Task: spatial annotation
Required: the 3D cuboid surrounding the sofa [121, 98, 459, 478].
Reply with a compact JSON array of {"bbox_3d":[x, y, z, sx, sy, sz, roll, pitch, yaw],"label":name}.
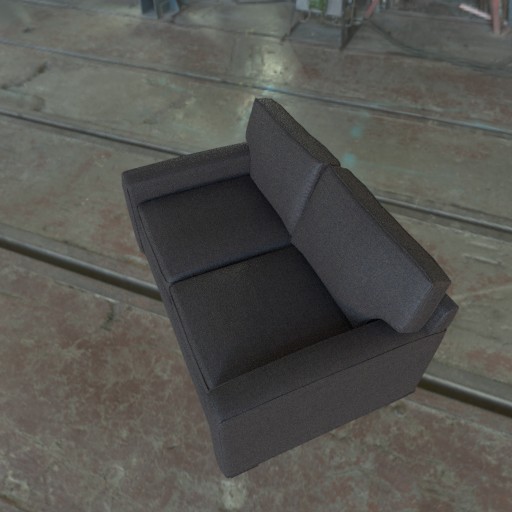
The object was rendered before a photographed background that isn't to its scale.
[{"bbox_3d":[0.000,0.000,2.149,0.974,0.887,1.534,-18,49,-16],"label":"sofa"}]
